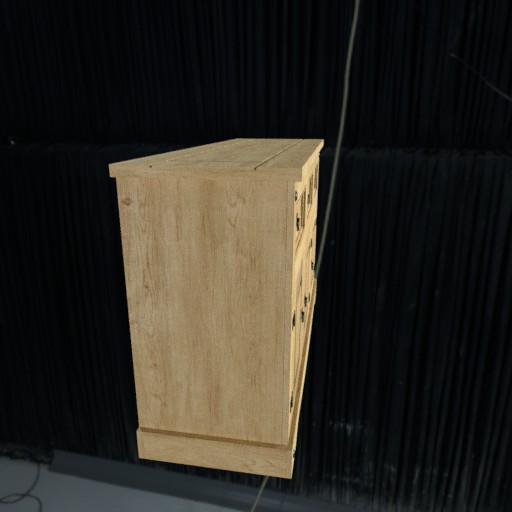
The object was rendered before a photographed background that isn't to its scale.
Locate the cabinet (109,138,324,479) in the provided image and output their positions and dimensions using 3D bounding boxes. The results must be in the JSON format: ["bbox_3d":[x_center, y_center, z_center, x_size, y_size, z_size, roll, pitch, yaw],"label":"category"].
[{"bbox_3d":[0.000,0.000,1.697,0.432,0.810,1.321,3,18,10],"label":"cabinet"}]
